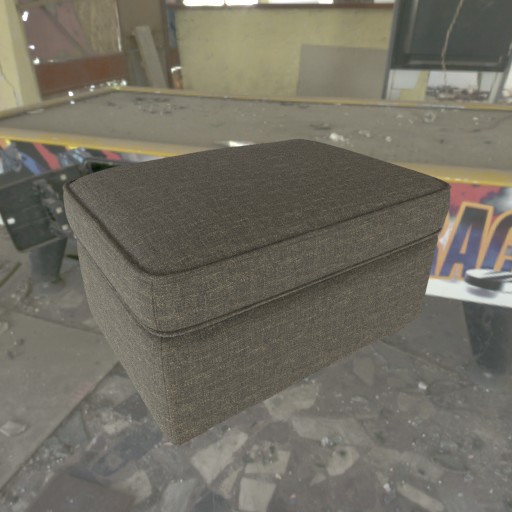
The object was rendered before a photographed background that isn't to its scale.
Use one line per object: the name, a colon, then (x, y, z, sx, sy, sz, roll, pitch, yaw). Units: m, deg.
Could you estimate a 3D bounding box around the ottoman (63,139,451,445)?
ottoman: (0.000, 0.000, 1.081, 0.749, 0.450, 0.549, -18, 33, -30)
